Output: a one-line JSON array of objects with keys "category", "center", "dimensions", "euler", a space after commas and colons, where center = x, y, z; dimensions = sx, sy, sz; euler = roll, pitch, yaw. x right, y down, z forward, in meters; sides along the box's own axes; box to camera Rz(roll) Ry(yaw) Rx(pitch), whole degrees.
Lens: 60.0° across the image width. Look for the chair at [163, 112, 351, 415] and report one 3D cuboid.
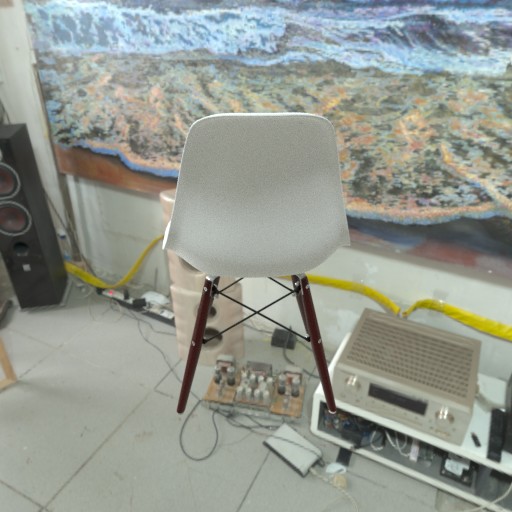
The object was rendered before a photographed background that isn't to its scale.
[{"category": "chair", "center": [0.000, 0.000, 1.141], "dimensions": [0.470, 0.826, 0.533], "euler": [-1, 30, -2]}]
